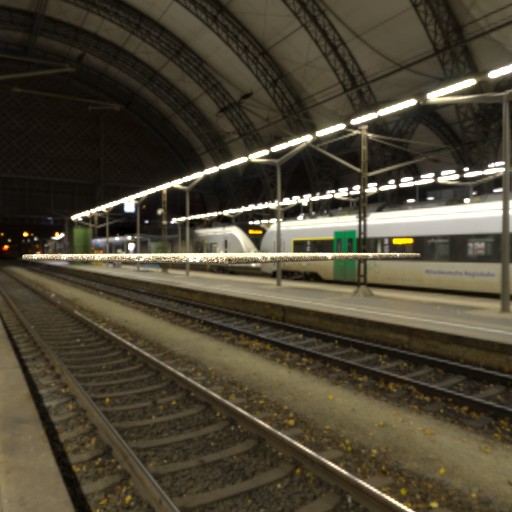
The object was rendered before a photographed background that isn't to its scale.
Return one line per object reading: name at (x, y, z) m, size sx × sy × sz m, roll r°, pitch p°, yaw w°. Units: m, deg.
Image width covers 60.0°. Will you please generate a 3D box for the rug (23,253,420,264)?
rug at (0.000, 0.000, 3.050) m, size 1.524 × 0.030 × 2.438 m, roll 0°, pitch 1°, yaw 36°
